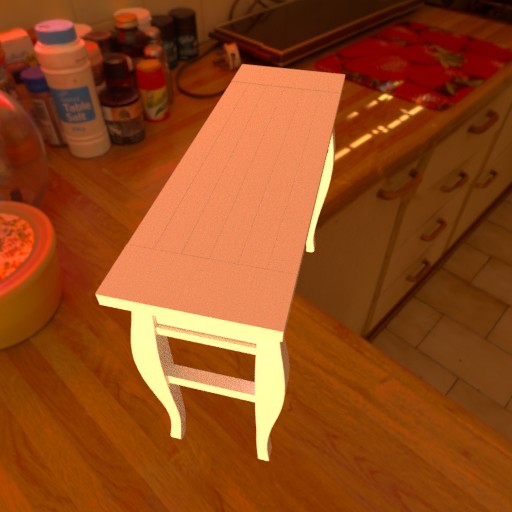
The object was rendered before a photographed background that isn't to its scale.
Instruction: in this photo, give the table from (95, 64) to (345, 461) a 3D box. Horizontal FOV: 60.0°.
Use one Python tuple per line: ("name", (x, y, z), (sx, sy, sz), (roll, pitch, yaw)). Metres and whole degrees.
("table", (0.000, 0.000, 1.427), (0.373, 0.768, 1.062), (10, 47, 10))
